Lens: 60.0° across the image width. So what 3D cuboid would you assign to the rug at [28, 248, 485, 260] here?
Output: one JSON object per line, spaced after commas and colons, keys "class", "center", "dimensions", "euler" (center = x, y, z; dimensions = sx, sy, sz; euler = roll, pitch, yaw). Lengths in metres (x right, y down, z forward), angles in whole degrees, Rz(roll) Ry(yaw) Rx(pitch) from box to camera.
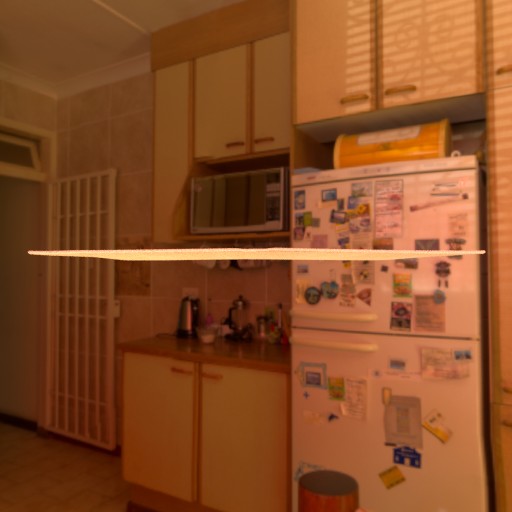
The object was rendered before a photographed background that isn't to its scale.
{"class": "rug", "center": [0.000, 0.000, 4.287], "dimensions": [3.202, 0.045, 2.434], "euler": [0, -2, 0]}
